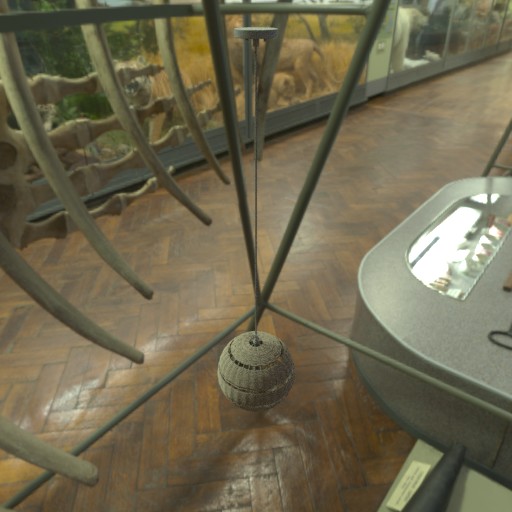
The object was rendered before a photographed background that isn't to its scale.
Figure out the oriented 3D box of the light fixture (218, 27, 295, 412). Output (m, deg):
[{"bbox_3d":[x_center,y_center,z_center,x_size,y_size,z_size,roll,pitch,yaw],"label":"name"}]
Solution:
[{"bbox_3d":[0.000,0.000,2.209,0.457,2.019,0.457,22,37,33],"label":"light fixture"}]
